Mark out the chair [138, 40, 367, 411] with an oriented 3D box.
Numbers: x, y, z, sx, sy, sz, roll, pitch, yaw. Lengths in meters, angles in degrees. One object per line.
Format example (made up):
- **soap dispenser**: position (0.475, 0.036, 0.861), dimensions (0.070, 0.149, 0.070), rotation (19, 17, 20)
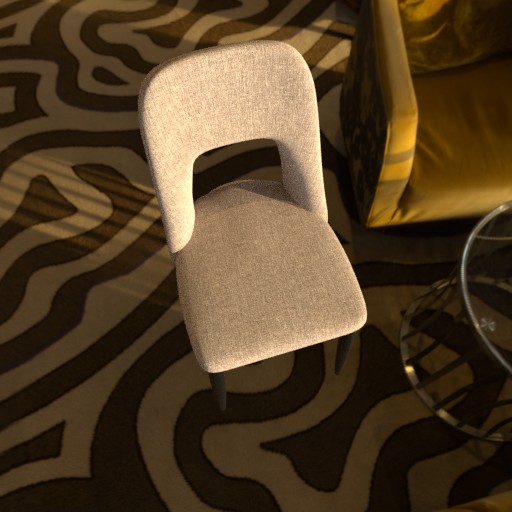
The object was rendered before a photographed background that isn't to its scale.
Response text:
- **chair**: position (0.000, 0.000, 1.252), dimensions (0.470, 0.931, 0.612), rotation (-15, 64, -8)
